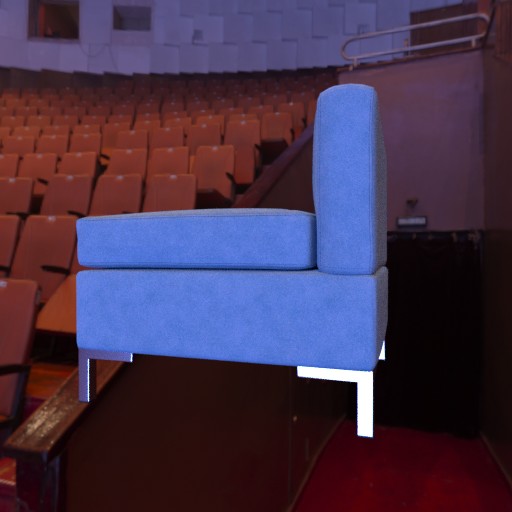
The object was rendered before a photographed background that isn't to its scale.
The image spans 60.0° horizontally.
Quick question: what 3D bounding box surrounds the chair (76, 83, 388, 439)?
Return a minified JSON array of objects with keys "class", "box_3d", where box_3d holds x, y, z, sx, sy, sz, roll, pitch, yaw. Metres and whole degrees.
[{"class":"chair","box_3d":[0.000,0.000,1.214,0.685,0.660,0.684,0,0,18]}]
